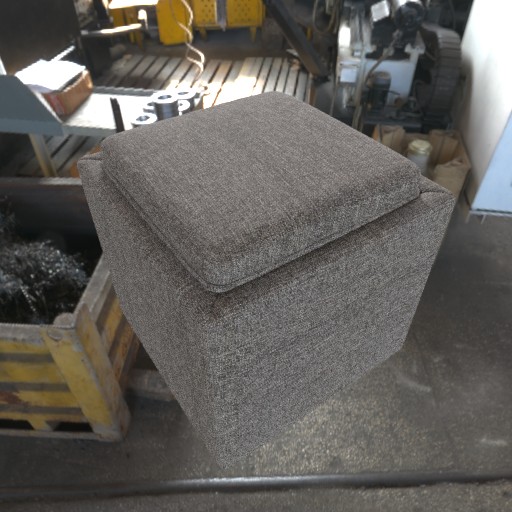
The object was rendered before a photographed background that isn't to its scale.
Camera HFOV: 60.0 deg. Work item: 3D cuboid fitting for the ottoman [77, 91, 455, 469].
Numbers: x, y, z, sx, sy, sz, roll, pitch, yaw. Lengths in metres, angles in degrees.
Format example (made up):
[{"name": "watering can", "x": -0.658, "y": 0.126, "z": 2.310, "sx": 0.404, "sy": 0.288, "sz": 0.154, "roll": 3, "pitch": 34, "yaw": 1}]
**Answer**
[{"name": "ottoman", "x": 0.000, "y": 0.000, "z": 0.828, "sx": 0.450, "sy": 0.460, "sz": 0.450, "roll": -25, "pitch": 48, "yaw": -25}]
